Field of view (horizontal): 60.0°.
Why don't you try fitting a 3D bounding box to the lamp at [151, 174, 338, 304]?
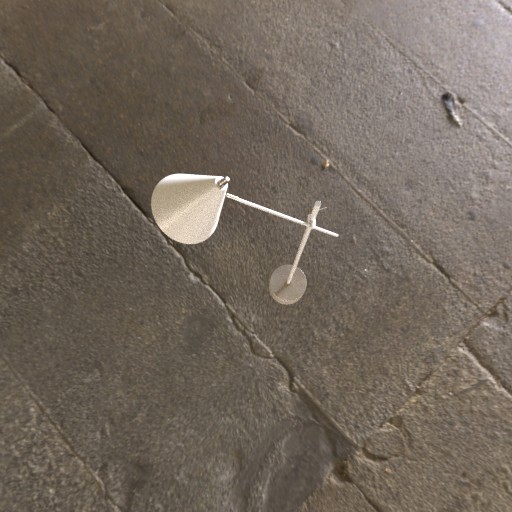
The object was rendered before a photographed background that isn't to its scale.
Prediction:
[{"bbox_3d":[0.000,0.000,1.647,0.508,1.430,0.223,2,76,1],"label":"lamp"}]
